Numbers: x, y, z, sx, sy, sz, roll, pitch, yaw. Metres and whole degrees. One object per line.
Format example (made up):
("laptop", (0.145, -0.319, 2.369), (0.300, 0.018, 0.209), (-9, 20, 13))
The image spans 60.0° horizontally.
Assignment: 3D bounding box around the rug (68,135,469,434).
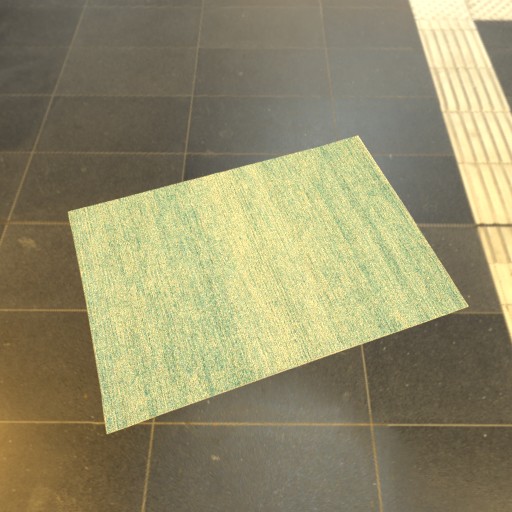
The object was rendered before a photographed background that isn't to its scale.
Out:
("rug", (0.000, 0.000, 2.986), (2.305, 0.029, 1.593), (-17, 61, -10))
